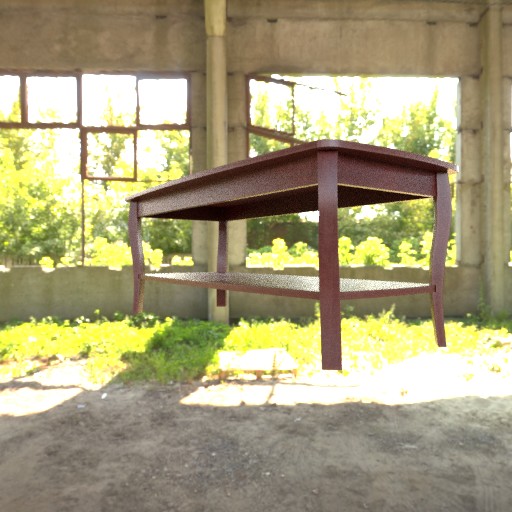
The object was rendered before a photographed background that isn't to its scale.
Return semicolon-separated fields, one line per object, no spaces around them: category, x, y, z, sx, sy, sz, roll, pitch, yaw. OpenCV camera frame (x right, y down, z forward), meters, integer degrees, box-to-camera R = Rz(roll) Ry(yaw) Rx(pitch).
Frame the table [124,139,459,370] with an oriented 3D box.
table;0.000;0.000;1.500;0.561;0.473;1.216;0;0;-36
